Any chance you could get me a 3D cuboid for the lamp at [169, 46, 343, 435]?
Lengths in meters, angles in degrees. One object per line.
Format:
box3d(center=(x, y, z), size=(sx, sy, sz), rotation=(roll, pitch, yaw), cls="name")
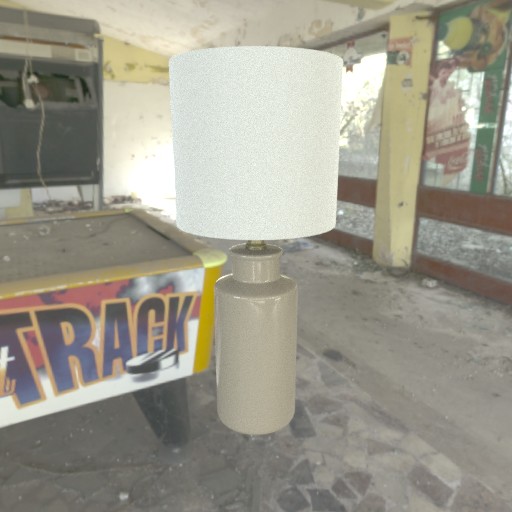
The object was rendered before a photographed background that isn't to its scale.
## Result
box3d(center=(0.000, 0.000, 0.611), size=(0.212, 0.493, 0.212), rotation=(2, 15, 9), cls="lamp")
